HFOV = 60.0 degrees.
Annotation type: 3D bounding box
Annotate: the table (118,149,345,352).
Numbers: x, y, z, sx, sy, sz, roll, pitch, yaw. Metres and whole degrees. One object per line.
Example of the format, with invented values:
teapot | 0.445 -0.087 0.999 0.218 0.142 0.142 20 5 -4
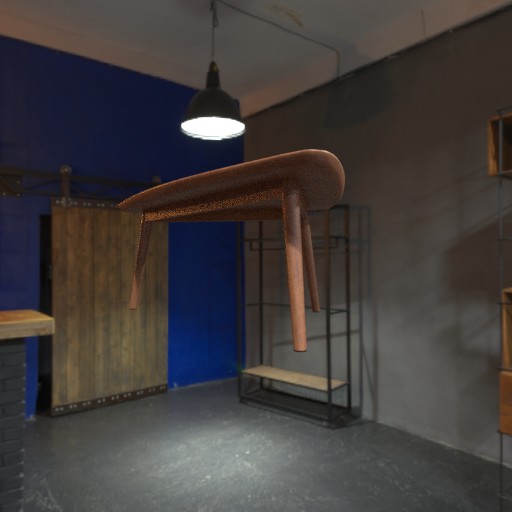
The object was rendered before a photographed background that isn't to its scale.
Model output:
table | 0.000 0.000 1.311 0.601 0.365 1.008 0 -1 -36
